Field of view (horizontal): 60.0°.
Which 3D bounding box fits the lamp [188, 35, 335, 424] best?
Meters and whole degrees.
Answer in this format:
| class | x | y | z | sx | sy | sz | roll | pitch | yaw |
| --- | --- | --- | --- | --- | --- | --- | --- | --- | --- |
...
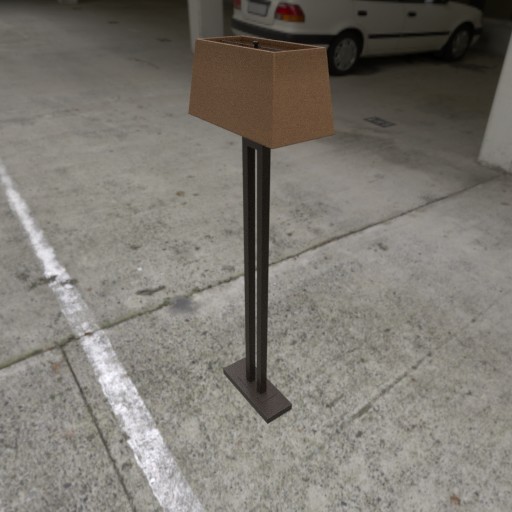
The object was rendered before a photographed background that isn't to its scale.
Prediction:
| class | x | y | z | sx | sy | sz | roll | pitch | yaw |
| --- | --- | --- | --- | --- | --- | --- | --- | --- | --- |
| lamp | 0.000 | 0.000 | 1.677 | 0.233 | 1.469 | 0.475 | -20 | 37 | -30 |
